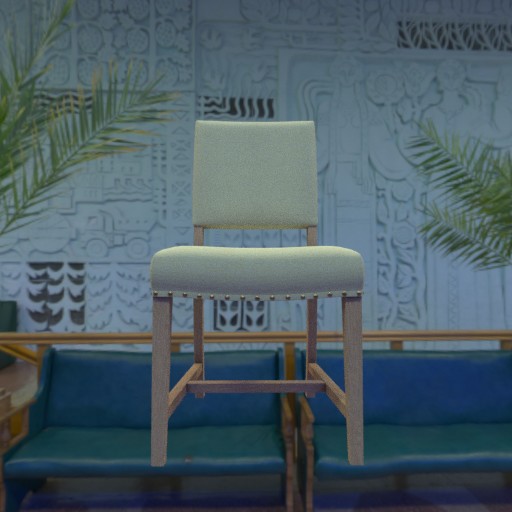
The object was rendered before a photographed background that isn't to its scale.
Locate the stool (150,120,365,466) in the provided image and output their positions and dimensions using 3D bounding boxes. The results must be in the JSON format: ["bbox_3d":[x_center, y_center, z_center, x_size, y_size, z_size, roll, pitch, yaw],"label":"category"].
[{"bbox_3d":[0.000,0.000,1.339,0.508,0.986,0.623,0,-1,-1],"label":"stool"}]
